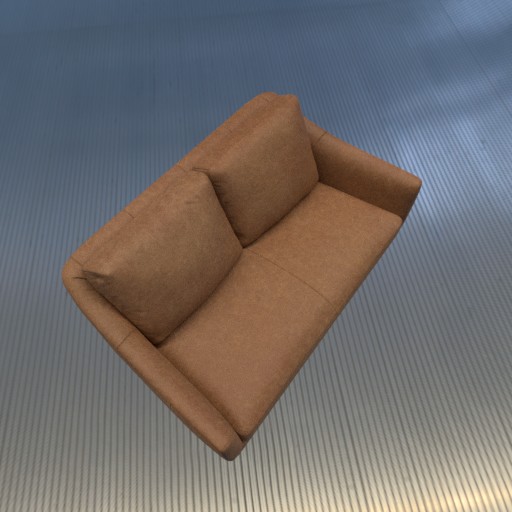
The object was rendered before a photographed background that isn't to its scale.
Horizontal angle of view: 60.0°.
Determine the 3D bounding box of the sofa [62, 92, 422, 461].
[{"bbox_3d":[0.000,0.000,2.189,0.960,0.902,1.619,33,63,19],"label":"sofa"}]
